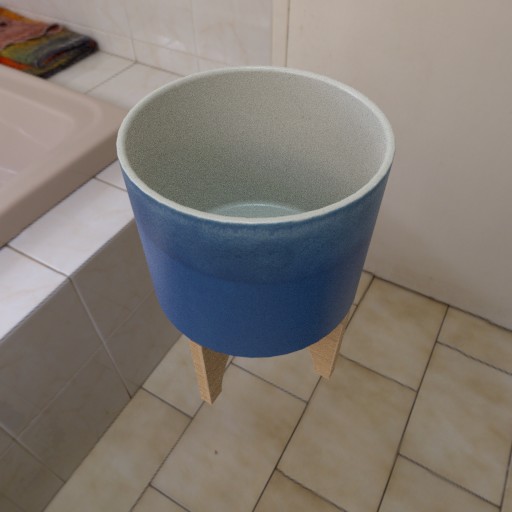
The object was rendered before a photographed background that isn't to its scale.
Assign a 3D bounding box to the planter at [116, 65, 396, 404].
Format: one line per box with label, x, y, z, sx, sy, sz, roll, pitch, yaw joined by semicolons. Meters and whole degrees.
planter;0.000;0.000;0.559;0.261;0.367;0.261;0;48;0
